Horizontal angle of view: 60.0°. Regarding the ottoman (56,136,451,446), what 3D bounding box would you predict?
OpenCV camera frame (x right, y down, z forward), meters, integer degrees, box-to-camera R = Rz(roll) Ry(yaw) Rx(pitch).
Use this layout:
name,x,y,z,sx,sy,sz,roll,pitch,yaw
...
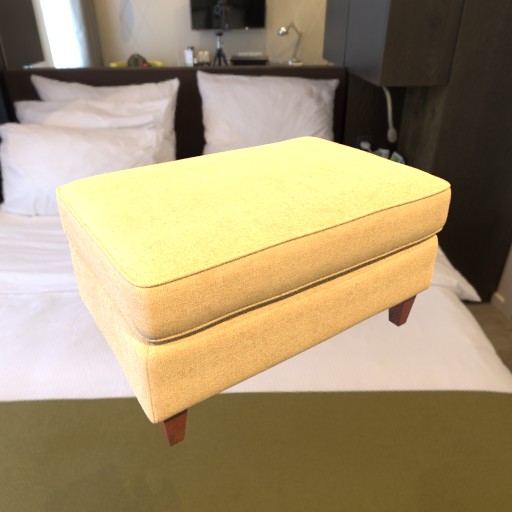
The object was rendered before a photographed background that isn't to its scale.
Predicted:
name,x,y,z,sx,sy,sz,roll,pitch,yaw
ottoman,0.000,0.000,1.211,0.862,0.484,0.583,-18,34,-30
